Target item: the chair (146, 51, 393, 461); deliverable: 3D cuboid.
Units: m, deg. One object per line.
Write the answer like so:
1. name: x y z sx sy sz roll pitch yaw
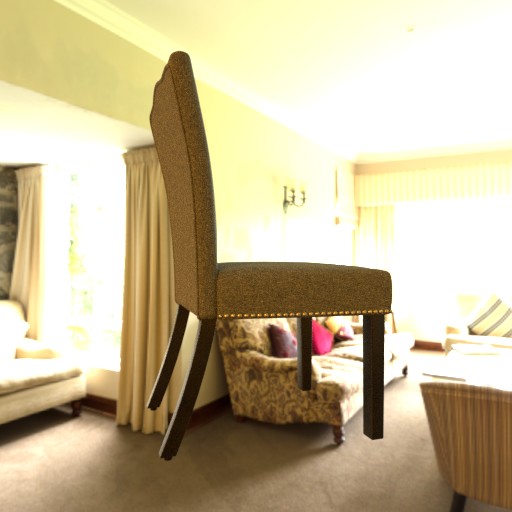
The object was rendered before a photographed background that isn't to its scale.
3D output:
1. chair: 0.000 0.000 1.283 0.589 0.946 0.518 0 0 -19
